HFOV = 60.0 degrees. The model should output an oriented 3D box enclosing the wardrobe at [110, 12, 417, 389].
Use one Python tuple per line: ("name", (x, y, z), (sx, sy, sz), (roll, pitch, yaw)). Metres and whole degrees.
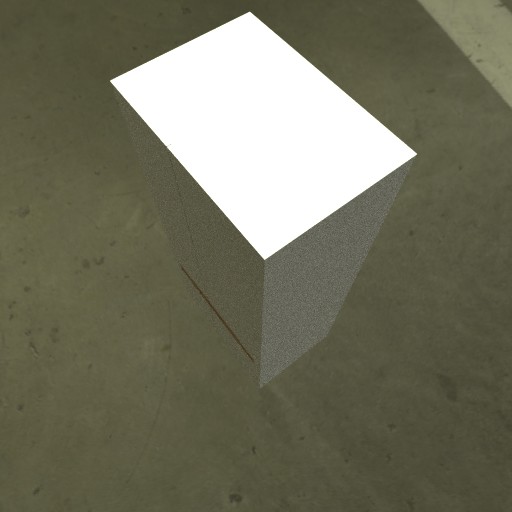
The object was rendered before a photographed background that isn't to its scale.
("wardrobe", (0.000, 0.000, 2.358), (0.600, 2.040, 0.860), (-34, 68, -16))
